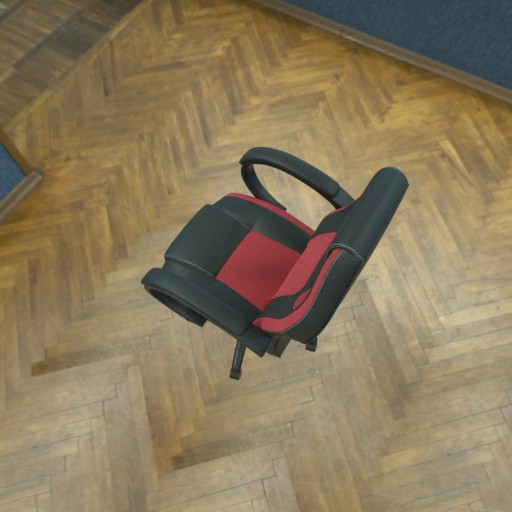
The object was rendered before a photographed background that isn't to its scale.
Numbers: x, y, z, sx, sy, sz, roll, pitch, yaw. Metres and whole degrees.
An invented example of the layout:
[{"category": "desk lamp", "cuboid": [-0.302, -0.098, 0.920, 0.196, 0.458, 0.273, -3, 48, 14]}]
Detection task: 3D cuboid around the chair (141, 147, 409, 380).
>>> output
[{"category": "chair", "cuboid": [0.000, 0.000, 1.608, 0.724, 1.187, 0.673, 30, 67, 14]}]
